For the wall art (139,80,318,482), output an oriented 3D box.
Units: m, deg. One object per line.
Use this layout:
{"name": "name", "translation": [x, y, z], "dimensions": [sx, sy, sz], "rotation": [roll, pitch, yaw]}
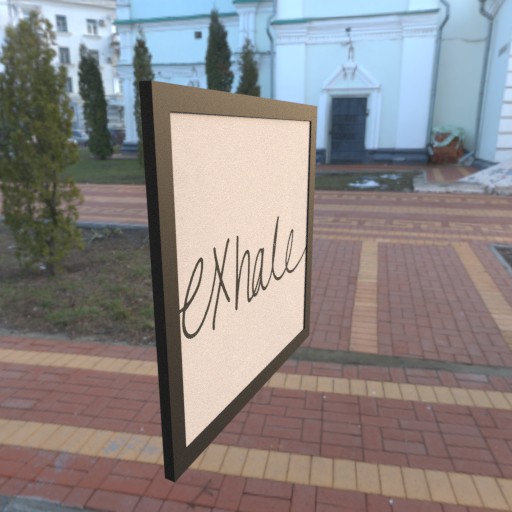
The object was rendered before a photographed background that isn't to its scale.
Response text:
{"name": "wall art", "translation": [0.000, 0.000, 0.528], "dimensions": [0.012, 0.357, 0.358], "rotation": [8, 17, 26]}
